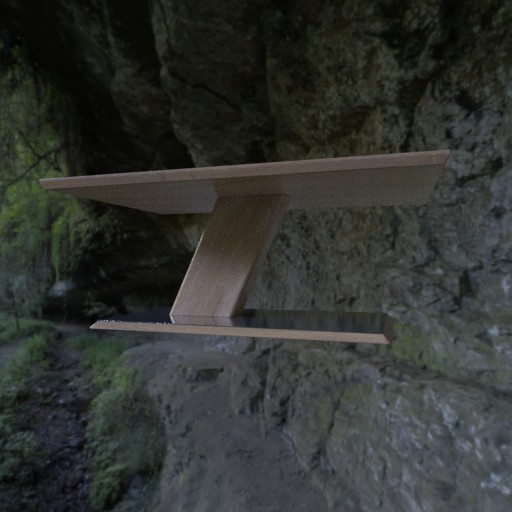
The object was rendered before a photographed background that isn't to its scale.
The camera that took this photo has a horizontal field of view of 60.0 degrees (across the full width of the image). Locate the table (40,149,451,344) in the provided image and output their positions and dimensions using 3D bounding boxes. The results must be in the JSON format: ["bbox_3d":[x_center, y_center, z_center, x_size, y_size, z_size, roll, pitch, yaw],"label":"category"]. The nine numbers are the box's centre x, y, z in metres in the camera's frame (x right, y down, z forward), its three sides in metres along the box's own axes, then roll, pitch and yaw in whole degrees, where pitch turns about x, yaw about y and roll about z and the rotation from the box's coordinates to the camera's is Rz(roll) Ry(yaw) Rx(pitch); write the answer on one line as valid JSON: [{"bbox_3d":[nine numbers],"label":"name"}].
[{"bbox_3d":[0.000,0.000,1.445,1.100,0.441,0.692,0,-1,18],"label":"table"}]
